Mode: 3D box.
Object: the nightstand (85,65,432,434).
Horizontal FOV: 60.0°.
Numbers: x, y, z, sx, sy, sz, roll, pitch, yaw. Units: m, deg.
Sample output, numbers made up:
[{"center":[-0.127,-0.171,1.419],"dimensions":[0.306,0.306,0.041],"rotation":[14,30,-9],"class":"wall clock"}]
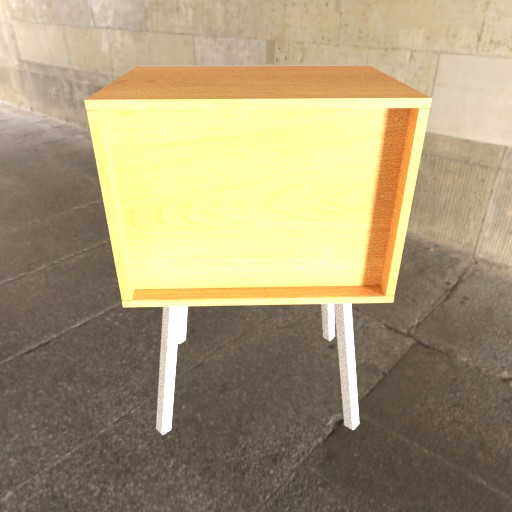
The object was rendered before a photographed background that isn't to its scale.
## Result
[{"center":[0.000,0.000,0.797],"dimensions":[0.400,0.601,0.316],"rotation":[-1,30,-1],"class":"nightstand"}]
